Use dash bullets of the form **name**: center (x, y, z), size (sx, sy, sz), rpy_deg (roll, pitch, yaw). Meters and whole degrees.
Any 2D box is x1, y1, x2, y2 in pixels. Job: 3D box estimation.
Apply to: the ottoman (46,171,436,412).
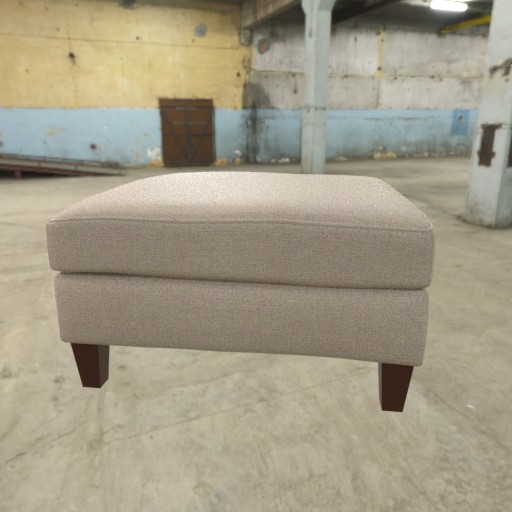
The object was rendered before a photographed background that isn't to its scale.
- **ottoman**: center (0.000, 0.000, 1.335), size (0.838, 0.481, 0.838), rpy_deg (2, 16, 7)
